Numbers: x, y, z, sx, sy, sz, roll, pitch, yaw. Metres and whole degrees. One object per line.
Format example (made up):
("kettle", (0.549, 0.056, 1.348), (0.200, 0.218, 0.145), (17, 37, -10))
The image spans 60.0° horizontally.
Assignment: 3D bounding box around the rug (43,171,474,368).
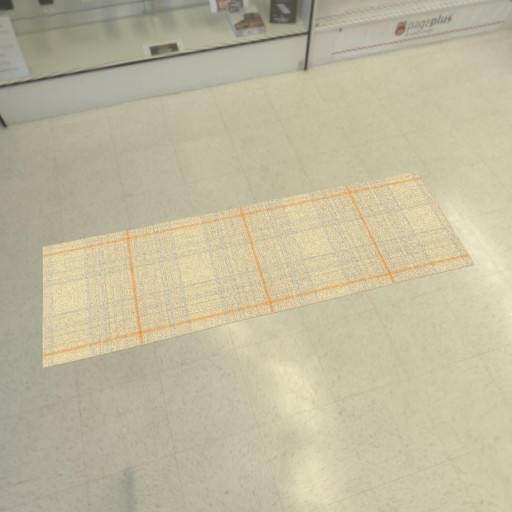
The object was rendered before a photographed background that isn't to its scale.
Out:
("rug", (0.000, 0.000, 2.621), (2.442, 0.016, 0.770), (-12, 58, -8))
